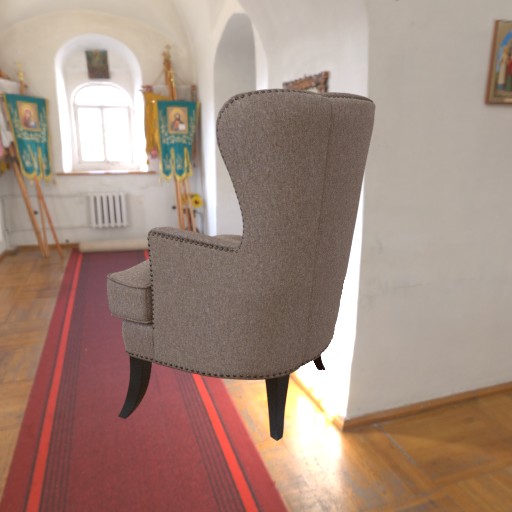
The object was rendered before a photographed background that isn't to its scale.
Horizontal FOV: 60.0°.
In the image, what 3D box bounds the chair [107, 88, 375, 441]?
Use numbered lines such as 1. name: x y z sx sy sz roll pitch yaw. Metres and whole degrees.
1. chair: 0.000 0.000 1.586 0.758 1.060 0.759 7 17 25
